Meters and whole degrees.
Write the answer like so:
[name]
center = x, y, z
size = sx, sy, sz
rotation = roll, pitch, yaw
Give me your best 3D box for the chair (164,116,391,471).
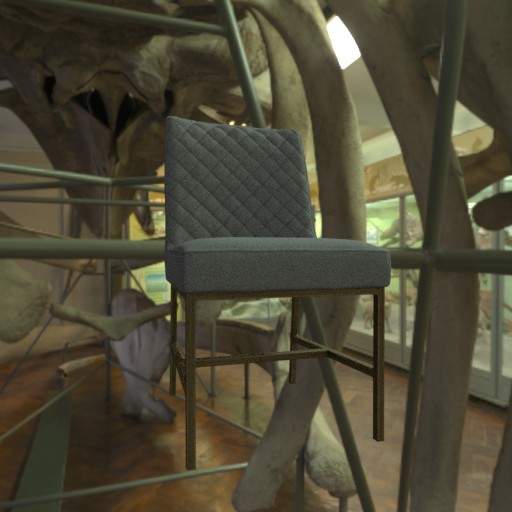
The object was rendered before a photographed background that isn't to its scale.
[chair]
center = 0.000, 0.000, 1.252
size = 0.508, 0.889, 0.587
rotation = 0, 1, -18
